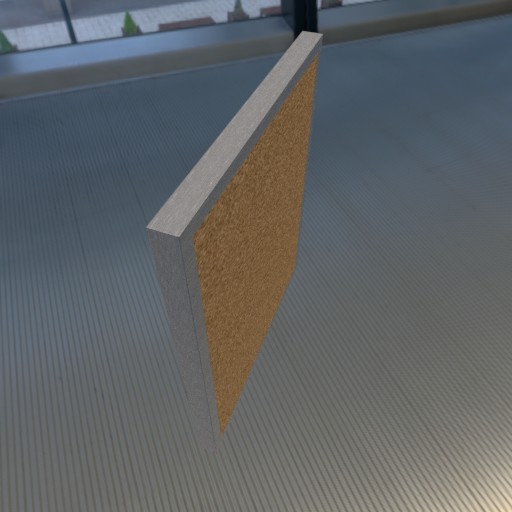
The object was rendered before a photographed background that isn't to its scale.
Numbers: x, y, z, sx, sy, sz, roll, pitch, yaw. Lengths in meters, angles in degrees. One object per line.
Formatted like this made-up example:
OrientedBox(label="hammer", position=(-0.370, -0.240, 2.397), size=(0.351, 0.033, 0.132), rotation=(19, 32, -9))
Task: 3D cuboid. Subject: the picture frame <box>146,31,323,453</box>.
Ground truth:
OrientedBox(label="picture frame", position=(0.000, 0.000, 0.512), size=(0.027, 0.378, 0.327), rotation=(16, 50, 14))
